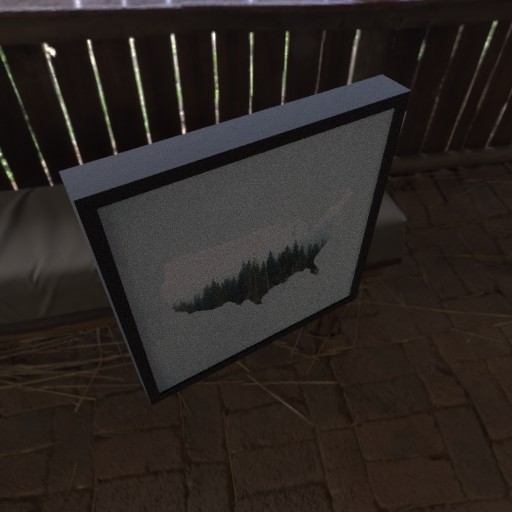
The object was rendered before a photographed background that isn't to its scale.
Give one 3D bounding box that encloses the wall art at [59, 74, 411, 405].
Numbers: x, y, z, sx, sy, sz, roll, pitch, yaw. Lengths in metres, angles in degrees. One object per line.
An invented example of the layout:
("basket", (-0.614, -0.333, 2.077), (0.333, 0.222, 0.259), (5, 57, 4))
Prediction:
("wall art", (0.000, 0.000, 0.468), (0.304, 0.304, 0.038), (-23, 51, -21))
